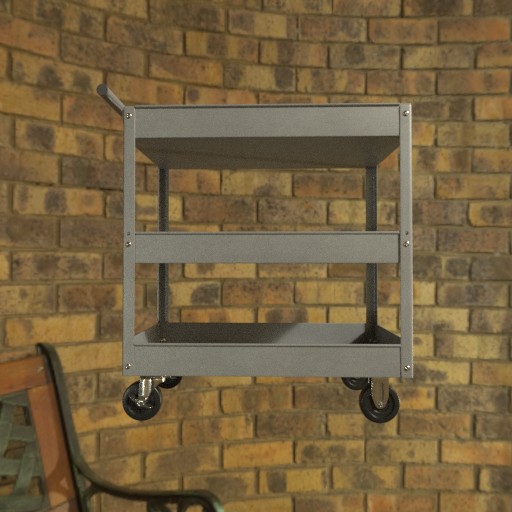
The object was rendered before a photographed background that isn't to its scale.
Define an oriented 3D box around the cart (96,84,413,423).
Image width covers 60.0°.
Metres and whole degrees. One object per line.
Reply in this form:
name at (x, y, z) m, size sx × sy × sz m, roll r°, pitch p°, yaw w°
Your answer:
cart at (0.000, 0.000, 1.178) m, size 0.719 × 0.780 × 0.366 m, roll 0°, pitch -1°, yaw 2°
